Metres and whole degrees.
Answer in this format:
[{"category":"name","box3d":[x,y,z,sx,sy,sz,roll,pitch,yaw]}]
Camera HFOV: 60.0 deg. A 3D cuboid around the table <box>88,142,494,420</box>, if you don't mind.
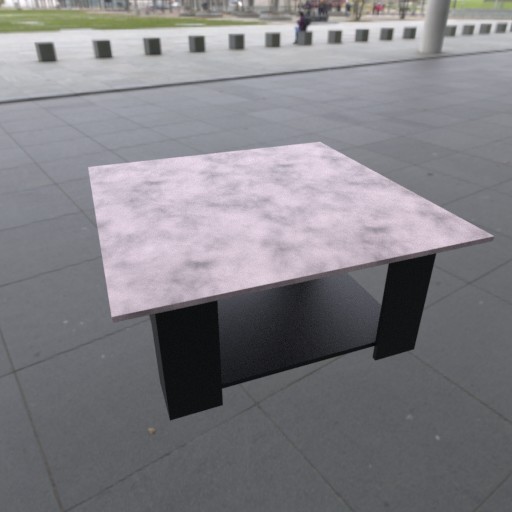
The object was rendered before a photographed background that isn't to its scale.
[{"category":"table","box3d":[0.000,0.000,1.046,0.670,0.305,0.670,-11,31,-18]}]
